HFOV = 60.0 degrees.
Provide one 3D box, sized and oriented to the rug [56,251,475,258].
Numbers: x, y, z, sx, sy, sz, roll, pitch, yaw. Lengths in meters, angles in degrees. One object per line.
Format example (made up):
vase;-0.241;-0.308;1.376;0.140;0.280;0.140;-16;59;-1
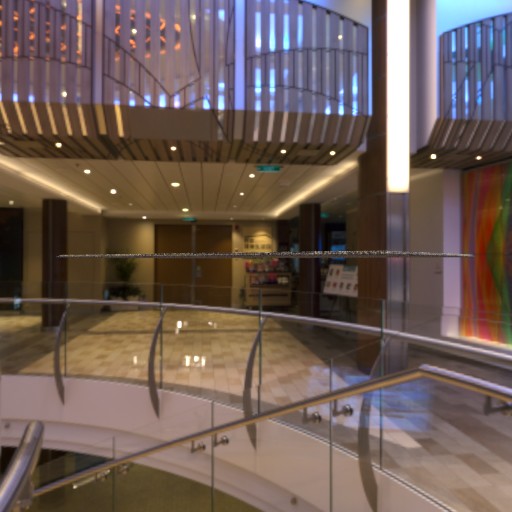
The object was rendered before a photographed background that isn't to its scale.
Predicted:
rug;0.000;0.000;3.042;2.443;0.021;1.538;0;-1;37
